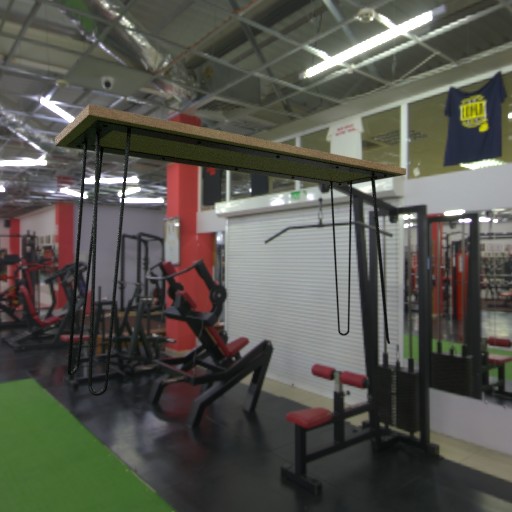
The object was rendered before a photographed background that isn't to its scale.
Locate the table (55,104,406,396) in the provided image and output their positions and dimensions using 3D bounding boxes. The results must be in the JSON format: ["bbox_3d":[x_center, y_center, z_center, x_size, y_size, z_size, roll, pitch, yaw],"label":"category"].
[{"bbox_3d":[0.000,0.000,1.753,1.400,0.799,0.399,0,-1,-36],"label":"table"}]
